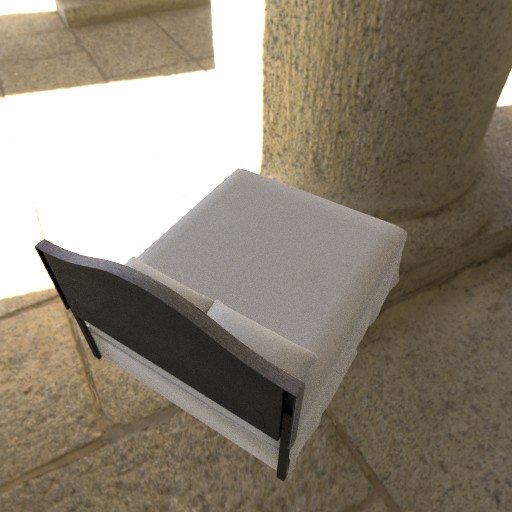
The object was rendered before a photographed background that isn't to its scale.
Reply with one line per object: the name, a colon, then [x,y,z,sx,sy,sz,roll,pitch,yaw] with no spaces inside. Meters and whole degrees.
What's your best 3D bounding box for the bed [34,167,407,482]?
bed: [0.000,0.000,2.907,1.610,1.295,1.870,25,51,22]
